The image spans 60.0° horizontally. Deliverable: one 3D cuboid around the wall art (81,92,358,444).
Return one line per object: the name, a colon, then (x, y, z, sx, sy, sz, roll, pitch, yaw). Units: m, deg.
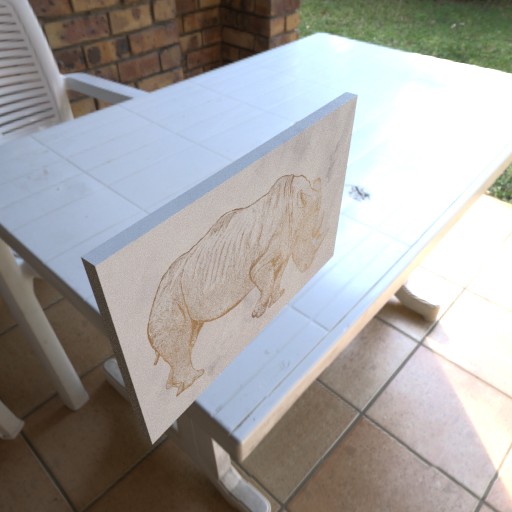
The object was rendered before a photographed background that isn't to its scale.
wall art: (0.000, 0.000, 1.204, 0.038, 0.610, 0.915, 27, 48, 27)
